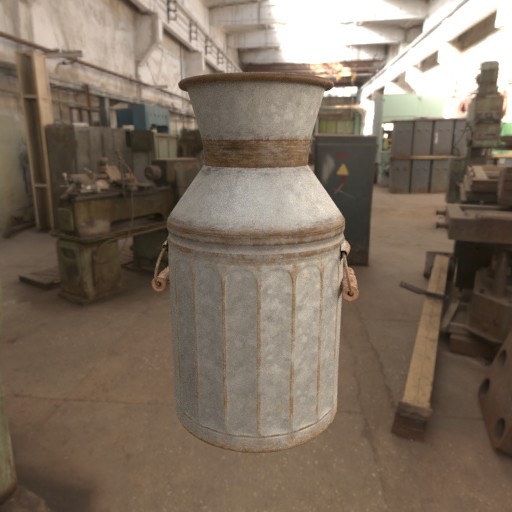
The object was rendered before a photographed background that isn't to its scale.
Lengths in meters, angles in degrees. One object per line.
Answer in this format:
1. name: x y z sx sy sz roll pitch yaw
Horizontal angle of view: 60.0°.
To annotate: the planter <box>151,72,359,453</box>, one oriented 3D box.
1. planter: 0.000 0.000 0.541 0.245 0.396 0.214 2 15 8
